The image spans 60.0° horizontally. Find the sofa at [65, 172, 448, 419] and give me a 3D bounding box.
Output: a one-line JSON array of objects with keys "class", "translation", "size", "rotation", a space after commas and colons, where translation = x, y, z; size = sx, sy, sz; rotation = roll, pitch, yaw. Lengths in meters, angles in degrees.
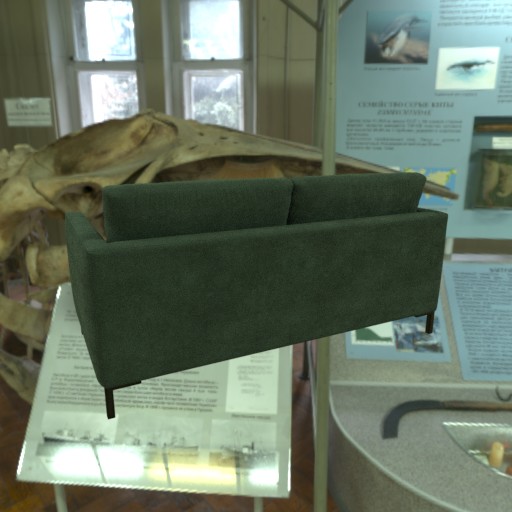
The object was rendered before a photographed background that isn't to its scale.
[{"class": "sofa", "translation": [0.000, 0.000, 2.187], "size": [1.676, 0.817, 0.875], "rotation": [-7, 16, -26]}]
